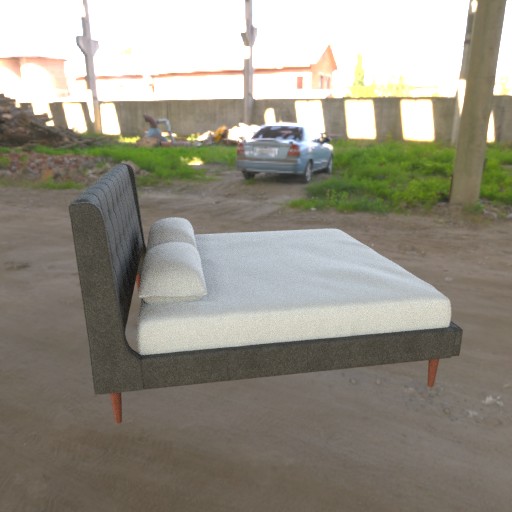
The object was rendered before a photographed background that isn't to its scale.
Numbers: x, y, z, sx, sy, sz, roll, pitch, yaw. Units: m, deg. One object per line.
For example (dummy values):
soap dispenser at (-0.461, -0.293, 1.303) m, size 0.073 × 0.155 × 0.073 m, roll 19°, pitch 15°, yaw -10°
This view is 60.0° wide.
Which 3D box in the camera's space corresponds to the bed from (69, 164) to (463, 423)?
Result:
bed at (0.000, 0.000, 2.533) m, size 1.638 × 0.933 × 1.531 m, roll -3°, pitch 17°, yaw -10°
